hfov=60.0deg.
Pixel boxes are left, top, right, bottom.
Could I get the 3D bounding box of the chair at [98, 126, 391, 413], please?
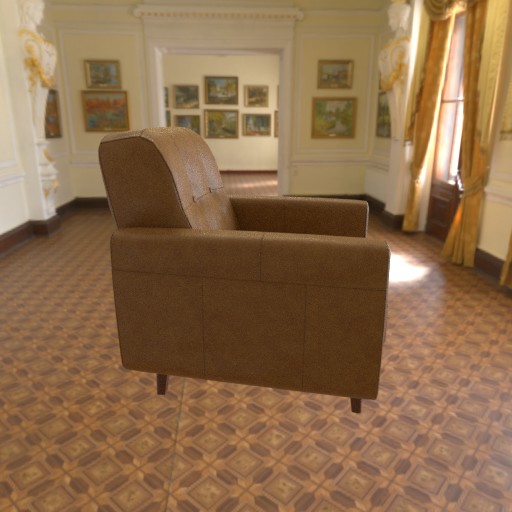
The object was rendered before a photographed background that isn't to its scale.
[{"bbox_3d":[0.000,0.000,1.728,0.942,0.968,0.845,3,17,8],"label":"chair"}]
